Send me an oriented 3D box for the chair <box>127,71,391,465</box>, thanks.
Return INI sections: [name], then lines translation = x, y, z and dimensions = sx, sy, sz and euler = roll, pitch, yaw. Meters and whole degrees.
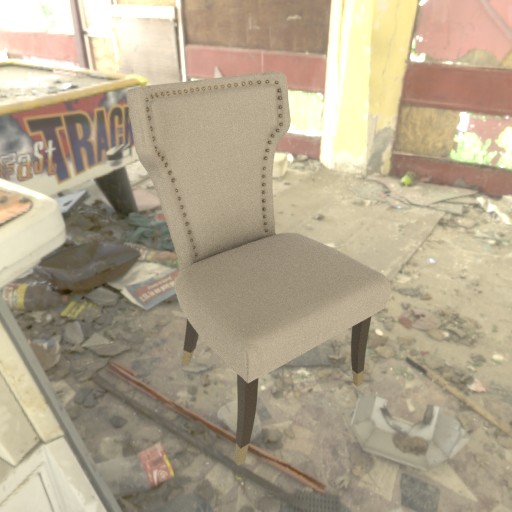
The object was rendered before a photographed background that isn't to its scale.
[chair]
translation = 0.000, 0.000, 1.327
dimensions = 0.526, 0.950, 0.630
euler = -21, 36, -31
